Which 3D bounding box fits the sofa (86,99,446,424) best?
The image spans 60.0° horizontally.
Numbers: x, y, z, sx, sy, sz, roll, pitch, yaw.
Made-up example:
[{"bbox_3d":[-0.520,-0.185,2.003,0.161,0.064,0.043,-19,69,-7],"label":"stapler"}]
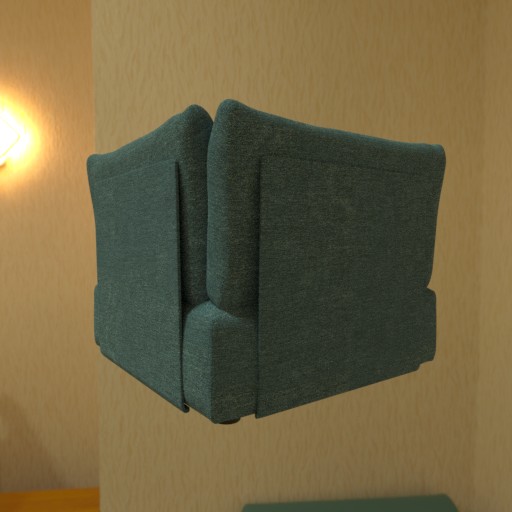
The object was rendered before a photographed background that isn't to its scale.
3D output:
[{"bbox_3d":[0.000,0.000,1.705,1.000,0.820,1.000,-2,3,-36],"label":"sofa"}]
